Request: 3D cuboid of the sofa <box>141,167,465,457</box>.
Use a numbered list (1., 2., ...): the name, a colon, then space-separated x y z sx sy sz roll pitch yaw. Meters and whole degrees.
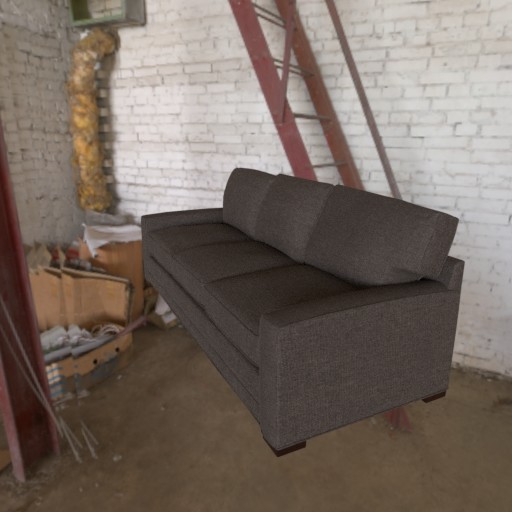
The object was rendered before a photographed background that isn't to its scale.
1. sofa: 0.000 0.000 2.891 1.004 0.978 2.369 -8 18 -25
